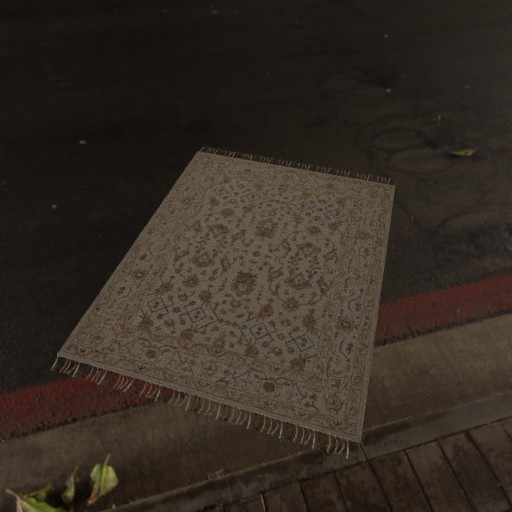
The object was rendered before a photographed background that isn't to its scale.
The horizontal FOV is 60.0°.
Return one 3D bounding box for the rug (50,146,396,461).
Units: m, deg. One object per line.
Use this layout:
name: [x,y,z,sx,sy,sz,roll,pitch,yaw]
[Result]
rug: [0.000,0.000,2.264,1.278,0.009,1.726,12,48,11]
